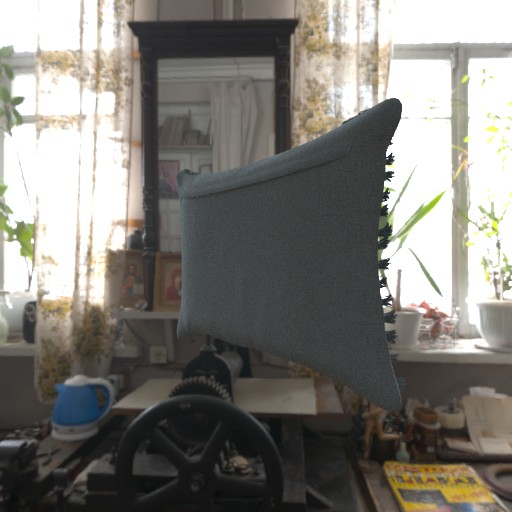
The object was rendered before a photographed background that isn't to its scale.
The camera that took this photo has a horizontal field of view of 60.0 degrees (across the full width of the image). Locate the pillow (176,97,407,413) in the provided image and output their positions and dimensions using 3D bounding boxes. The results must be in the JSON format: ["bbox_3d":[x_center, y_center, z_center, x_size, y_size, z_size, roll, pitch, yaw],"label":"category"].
[{"bbox_3d":[0.000,0.000,0.603,0.084,0.305,0.466,0,-1,-36],"label":"pillow"}]
